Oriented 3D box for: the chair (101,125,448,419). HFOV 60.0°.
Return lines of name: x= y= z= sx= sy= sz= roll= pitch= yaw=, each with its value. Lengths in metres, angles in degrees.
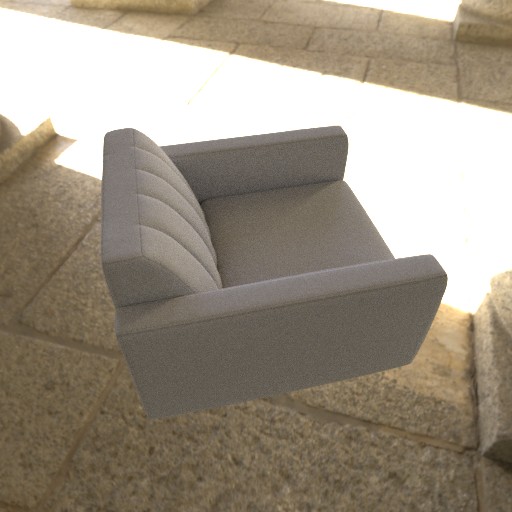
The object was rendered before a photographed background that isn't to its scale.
chair: x=0.000 y=0.000 z=1.687 sx=0.998 sy=0.819 sz=0.953 roll=-9 pitch=46 yaw=-9
